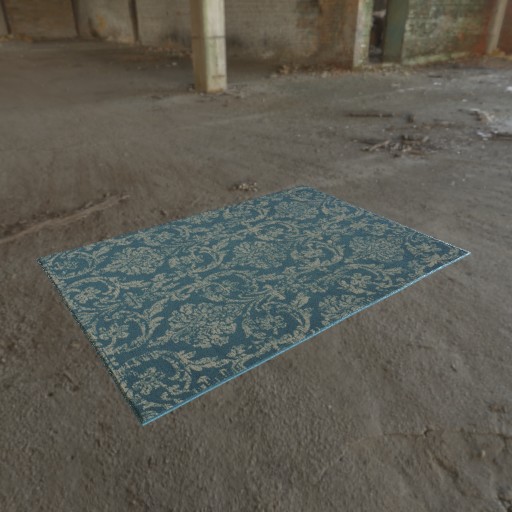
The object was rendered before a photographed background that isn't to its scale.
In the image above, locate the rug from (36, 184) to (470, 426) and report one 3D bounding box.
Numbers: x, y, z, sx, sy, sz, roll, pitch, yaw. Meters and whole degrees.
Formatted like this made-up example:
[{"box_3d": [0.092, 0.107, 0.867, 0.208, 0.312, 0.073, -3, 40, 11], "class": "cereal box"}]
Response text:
[{"box_3d": [0.000, 0.000, 2.745, 2.205, 0.012, 1.554, -20, 35, -32], "class": "rug"}]
